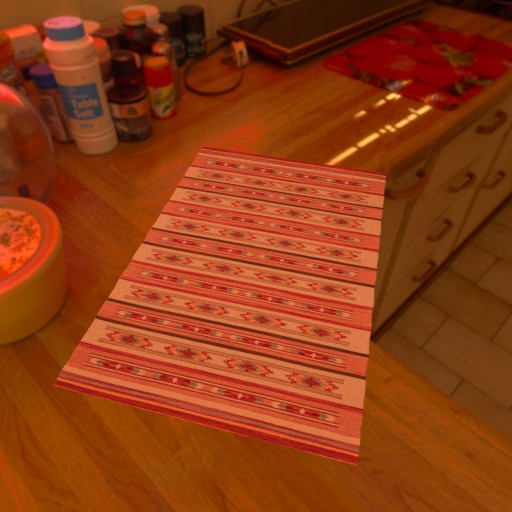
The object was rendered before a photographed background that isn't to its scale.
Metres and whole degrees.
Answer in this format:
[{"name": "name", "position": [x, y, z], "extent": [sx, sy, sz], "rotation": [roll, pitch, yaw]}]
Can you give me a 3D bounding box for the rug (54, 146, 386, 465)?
[{"name": "rug", "position": [0.000, 0.000, 2.289], "extent": [1.223, 0.008, 1.817], "rotation": [11, 47, 10]}]
